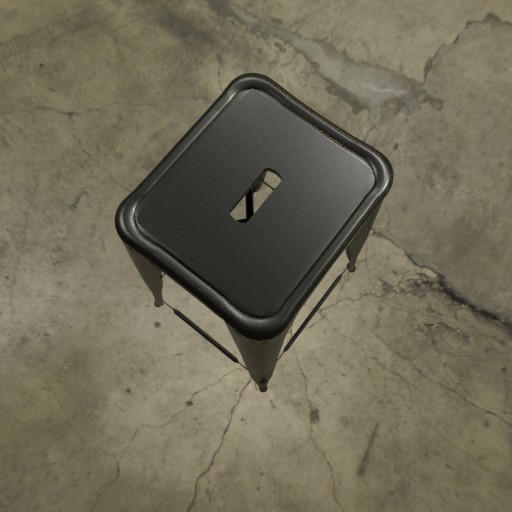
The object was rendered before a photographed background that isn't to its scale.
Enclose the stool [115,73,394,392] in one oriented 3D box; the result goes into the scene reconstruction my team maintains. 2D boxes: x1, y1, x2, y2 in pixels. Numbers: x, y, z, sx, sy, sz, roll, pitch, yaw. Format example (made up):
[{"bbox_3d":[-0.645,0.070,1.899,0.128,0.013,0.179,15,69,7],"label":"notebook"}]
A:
[{"bbox_3d":[0.000,0.000,0.843,0.359,0.609,0.399,37,78,9],"label":"stool"}]
